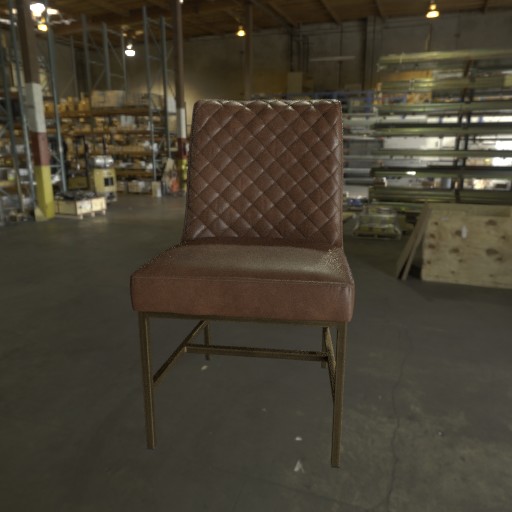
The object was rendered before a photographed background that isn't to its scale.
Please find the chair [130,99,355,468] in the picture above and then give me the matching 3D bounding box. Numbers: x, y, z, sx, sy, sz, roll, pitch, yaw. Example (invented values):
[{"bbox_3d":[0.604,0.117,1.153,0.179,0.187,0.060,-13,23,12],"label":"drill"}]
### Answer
[{"bbox_3d":[0.000,0.000,1.241,0.508,0.889,0.587,2,14,8],"label":"chair"}]
